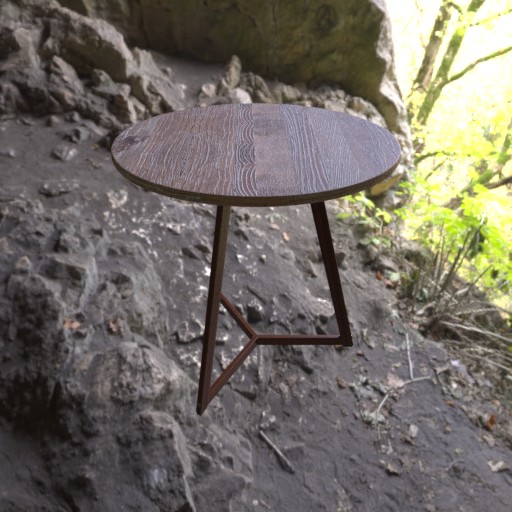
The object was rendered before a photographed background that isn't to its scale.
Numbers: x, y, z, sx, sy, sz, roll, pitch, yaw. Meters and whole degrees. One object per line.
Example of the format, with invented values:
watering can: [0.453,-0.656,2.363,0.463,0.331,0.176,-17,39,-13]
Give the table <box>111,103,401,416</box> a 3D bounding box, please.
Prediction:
table: [0.000,0.000,0.924,0.500,0.500,0.500,0,32,0]
